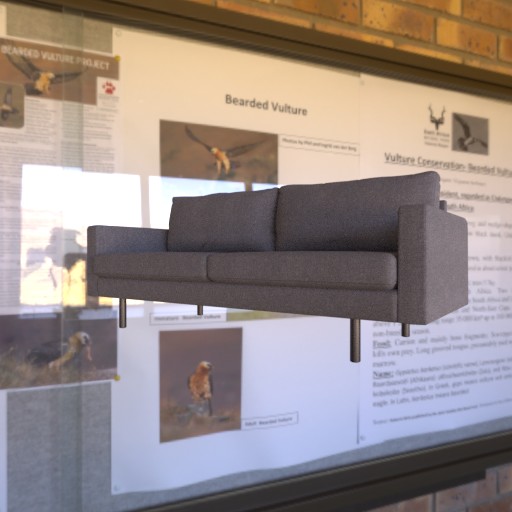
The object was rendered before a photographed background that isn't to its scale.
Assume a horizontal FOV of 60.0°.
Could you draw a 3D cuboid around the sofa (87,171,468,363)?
[{"bbox_3d":[0.000,0.000,2.560,2.100,0.880,0.880,0,0,35],"label":"sofa"}]
